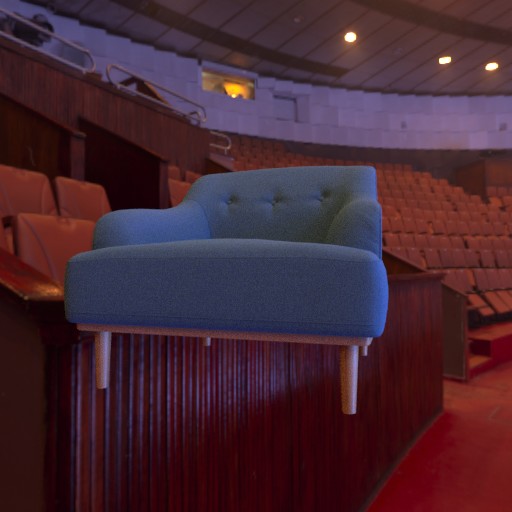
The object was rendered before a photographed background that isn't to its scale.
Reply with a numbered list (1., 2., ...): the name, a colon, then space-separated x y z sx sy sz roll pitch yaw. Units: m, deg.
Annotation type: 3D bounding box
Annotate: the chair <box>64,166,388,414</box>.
1. chair: 0.000 0.000 1.629 0.946 0.818 0.951 0 -1 18
